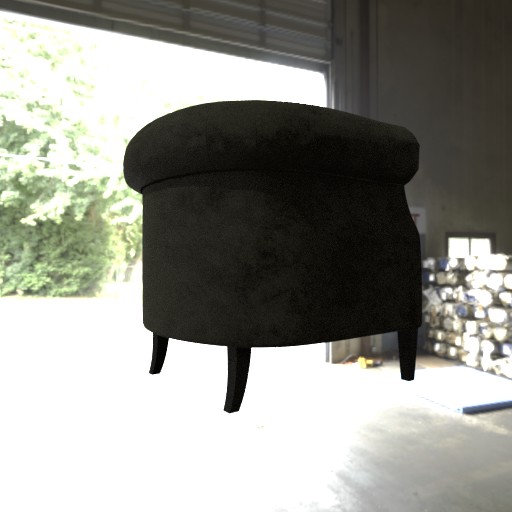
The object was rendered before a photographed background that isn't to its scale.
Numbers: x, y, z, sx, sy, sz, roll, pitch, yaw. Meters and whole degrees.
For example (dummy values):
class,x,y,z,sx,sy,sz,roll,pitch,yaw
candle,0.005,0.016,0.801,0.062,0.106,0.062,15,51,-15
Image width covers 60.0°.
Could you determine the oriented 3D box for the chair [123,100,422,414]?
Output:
class,x,y,z,sx,sy,sz,roll,pitch,yaw
chair,0.000,0.000,1.529,0.851,0.826,0.904,0,0,-37
